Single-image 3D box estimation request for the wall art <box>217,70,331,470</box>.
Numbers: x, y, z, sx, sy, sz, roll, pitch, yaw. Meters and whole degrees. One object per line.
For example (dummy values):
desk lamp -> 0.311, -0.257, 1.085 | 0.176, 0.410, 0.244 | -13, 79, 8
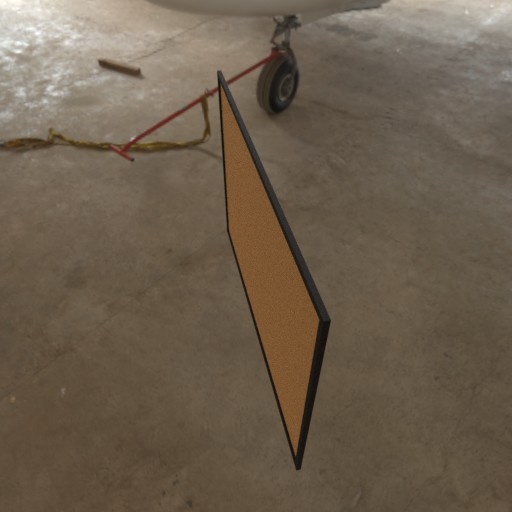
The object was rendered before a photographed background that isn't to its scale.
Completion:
wall art -> 0.000, 0.000, 1.264 | 0.013, 0.665, 0.963 | -10, 46, -9
